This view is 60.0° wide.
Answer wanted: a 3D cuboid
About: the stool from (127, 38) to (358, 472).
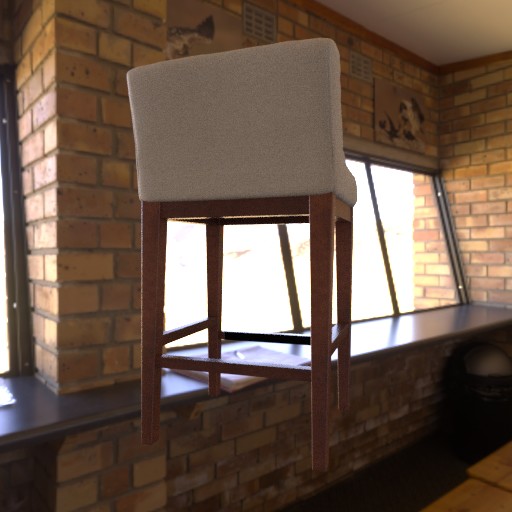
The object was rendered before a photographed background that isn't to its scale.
[{"bbox_3d":[0.000,0.000,1.215,0.511,0.937,0.500,0,0,19],"label":"stool"}]
